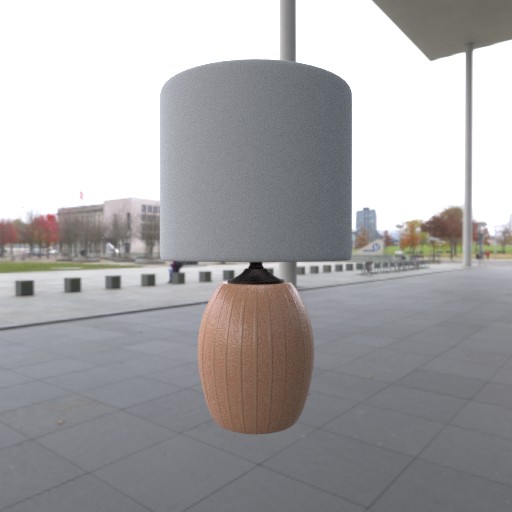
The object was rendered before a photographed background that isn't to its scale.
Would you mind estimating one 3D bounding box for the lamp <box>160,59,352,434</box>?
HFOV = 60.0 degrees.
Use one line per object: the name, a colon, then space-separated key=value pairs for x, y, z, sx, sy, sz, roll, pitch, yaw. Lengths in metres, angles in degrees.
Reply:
lamp: x=0.000 y=0.000 z=0.777 sx=0.329 sy=0.570 sz=0.329 roll=0 pitch=1 yaw=0
